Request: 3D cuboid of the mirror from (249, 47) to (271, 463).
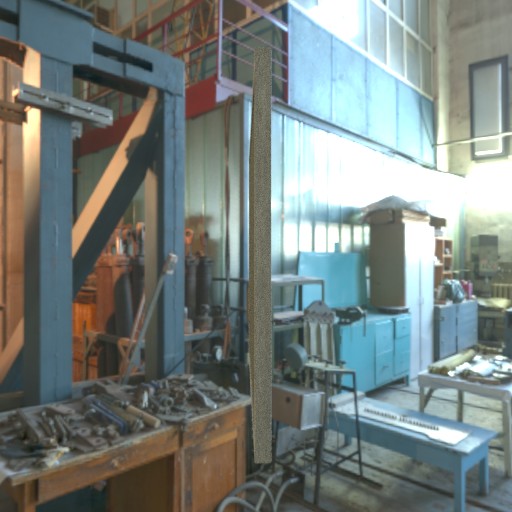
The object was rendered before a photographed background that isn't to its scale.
[{"bbox_3d":[0.000,0.000,1.150,0.028,0.689,0.839,0,0,-2],"label":"mirror"}]
